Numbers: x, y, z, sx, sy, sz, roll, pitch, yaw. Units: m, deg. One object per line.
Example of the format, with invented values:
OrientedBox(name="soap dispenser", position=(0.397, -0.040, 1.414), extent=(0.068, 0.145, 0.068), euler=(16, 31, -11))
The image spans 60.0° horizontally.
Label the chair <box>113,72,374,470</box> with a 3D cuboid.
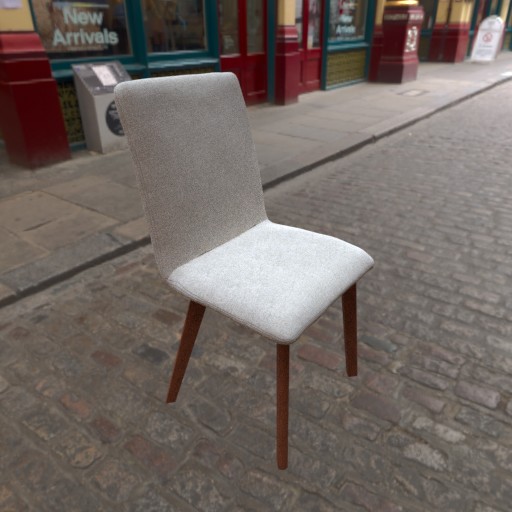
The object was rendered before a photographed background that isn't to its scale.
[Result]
OrientedBox(name="chair", position=(0.000, 0.000, 1.314), extent=(0.563, 0.974, 0.522), euler=(19, 33, 32))
